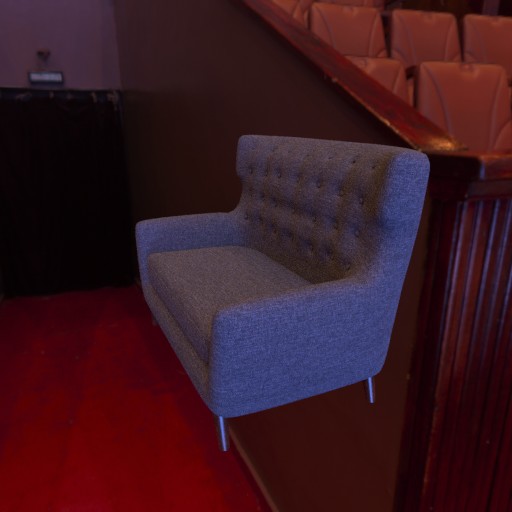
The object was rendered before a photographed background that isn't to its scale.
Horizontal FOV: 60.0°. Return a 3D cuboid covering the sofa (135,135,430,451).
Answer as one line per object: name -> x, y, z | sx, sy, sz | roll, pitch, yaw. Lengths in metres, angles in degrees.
sofa -> 0.000, 0.000, 2.056 | 0.874, 1.028, 1.358 | -8, 19, -24
